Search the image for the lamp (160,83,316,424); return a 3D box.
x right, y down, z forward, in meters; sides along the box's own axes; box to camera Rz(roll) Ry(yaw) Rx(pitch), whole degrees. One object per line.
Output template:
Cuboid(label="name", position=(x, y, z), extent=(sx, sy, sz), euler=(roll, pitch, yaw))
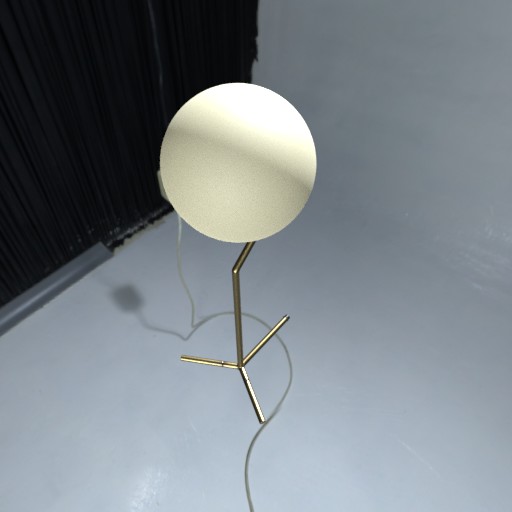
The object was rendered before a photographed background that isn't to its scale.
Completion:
Cuboid(label="lamp", position=(0.000, 0.000, 0.685), extent=(0.210, 0.552, 0.251), euler=(31, 53, 26))
